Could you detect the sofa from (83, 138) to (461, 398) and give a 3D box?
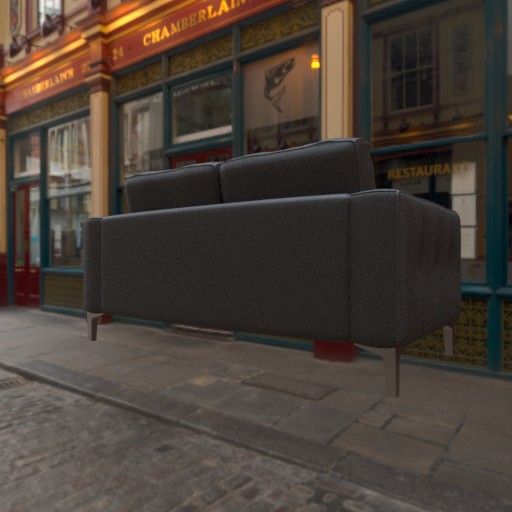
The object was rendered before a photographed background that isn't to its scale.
[{"bbox_3d":[0.000,0.000,2.171,1.726,0.893,0.833,0,-1,36],"label":"sofa"}]
